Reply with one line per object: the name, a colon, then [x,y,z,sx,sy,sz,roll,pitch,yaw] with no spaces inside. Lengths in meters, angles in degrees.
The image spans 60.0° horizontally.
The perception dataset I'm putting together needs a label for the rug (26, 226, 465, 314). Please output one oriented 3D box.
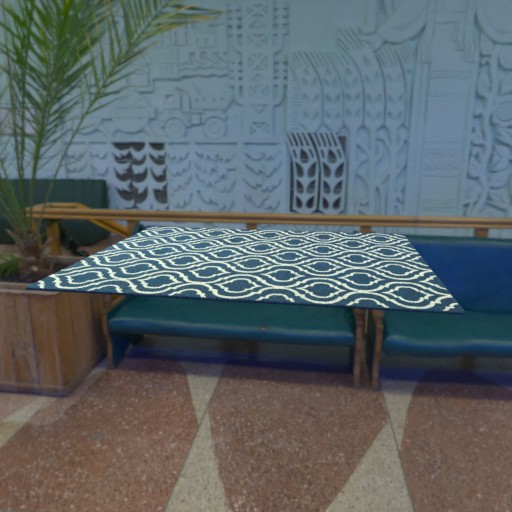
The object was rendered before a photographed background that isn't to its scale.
rug: [0.000,0.000,3.935,2.881,0.020,2.270,2,15,9]
